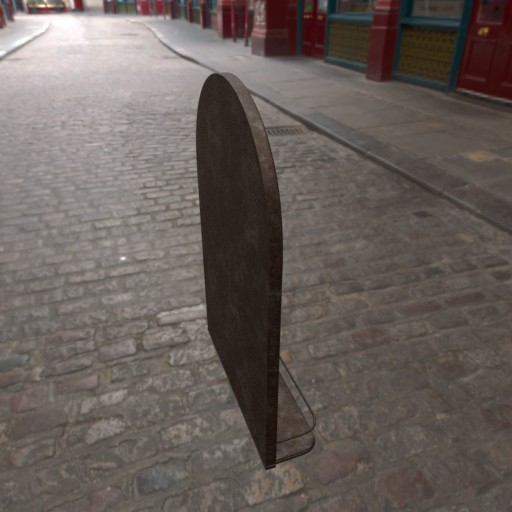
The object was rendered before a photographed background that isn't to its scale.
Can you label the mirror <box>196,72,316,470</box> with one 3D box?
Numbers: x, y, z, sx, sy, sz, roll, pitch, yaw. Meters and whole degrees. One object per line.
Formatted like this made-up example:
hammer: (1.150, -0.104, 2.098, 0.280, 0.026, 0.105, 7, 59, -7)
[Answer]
mirror: (0.000, 0.000, 0.998, 0.137, 0.770, 0.510, -10, 31, -17)
